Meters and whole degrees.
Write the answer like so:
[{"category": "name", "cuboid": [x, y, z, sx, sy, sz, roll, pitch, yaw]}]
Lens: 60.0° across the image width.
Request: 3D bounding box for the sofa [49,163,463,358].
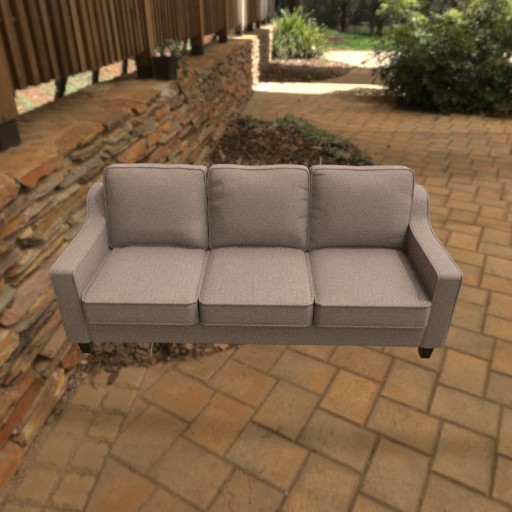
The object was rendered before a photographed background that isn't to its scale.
[{"category": "sofa", "cuboid": [0.000, 0.000, 2.674, 2.129, 0.950, 0.899, 1, 30, 1]}]
